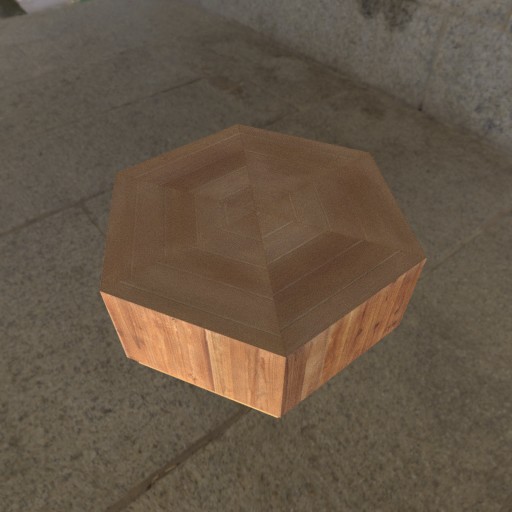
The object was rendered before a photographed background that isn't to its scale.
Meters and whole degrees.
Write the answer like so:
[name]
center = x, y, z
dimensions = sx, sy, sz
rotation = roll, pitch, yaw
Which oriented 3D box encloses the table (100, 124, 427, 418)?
[table]
center = 0.000, 0.000, 1.700
dimensions = 1.154, 0.456, 1.000
rotation = 17, 49, 15
